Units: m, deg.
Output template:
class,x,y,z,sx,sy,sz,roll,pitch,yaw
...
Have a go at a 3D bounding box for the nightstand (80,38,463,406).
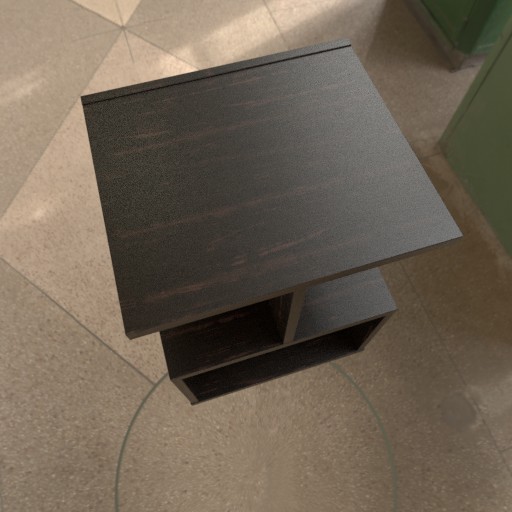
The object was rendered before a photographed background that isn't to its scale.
class,x,y,z,sx,sy,sz,roll,pitch,yaw
nightstand,0.000,0.000,0.817,0.400,0.559,0.356,-16,65,-8
